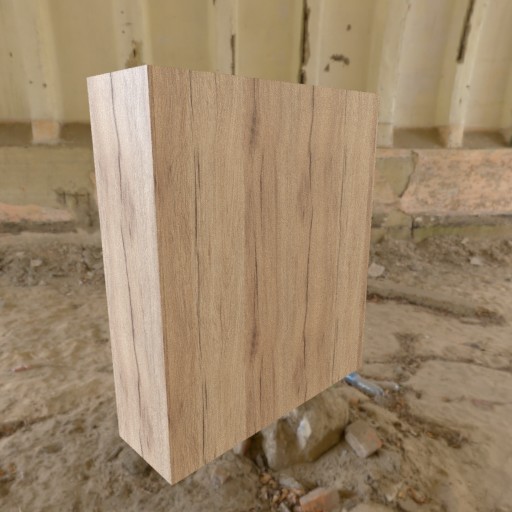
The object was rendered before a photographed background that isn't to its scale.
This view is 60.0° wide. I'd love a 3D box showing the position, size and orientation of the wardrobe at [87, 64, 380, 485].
[{"bbox_3d":[0.000,0.000,2.890,1.810,2.070,0.580,-14,20,-42],"label":"wardrobe"}]
